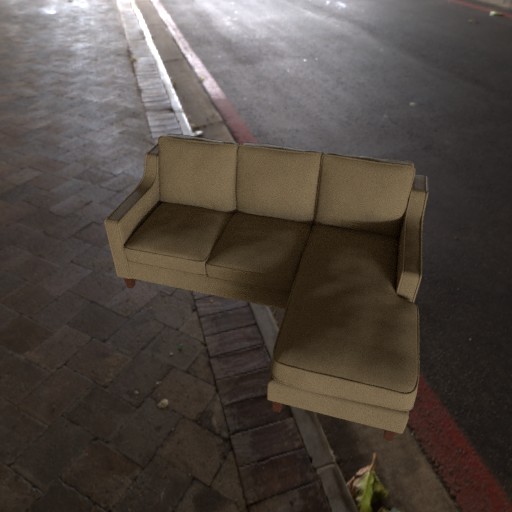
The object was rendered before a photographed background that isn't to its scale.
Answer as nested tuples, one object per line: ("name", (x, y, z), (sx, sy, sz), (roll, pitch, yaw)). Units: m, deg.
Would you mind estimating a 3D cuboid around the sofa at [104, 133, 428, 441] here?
("sofa", (0.000, 0.000, 3.228), (2.317, 1.066, 1.858), (10, 40, 13))
